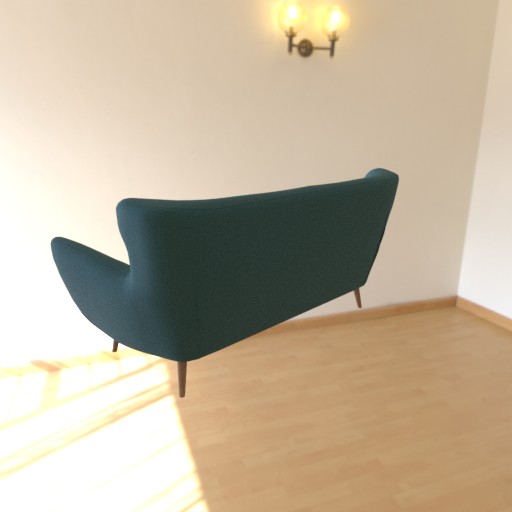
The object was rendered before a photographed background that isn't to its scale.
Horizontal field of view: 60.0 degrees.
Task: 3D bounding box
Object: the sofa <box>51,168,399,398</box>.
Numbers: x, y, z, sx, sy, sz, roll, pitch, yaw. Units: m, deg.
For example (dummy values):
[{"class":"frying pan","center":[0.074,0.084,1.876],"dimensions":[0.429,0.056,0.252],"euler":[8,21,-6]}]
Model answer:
[{"class":"sofa","center":[0.000,0.000,2.482],"dimensions":[1.930,0.890,0.889],"euler":[-16,22,-43]}]
